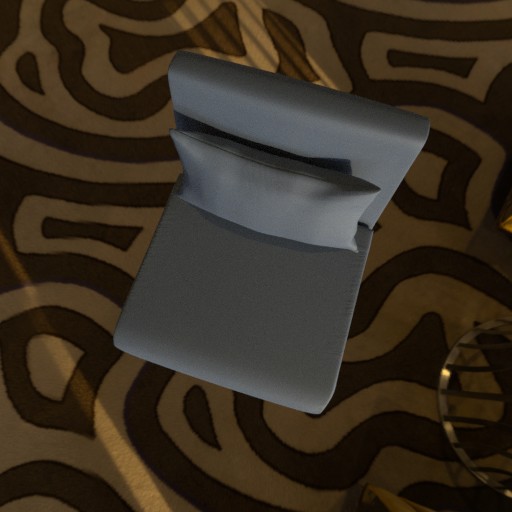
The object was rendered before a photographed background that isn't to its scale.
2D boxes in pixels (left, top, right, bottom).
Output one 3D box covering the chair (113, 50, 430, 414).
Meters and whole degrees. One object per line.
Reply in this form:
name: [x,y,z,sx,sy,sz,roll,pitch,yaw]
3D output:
chair: [0.000,0.000,1.536,0.770,0.808,0.900,17,76,4]
